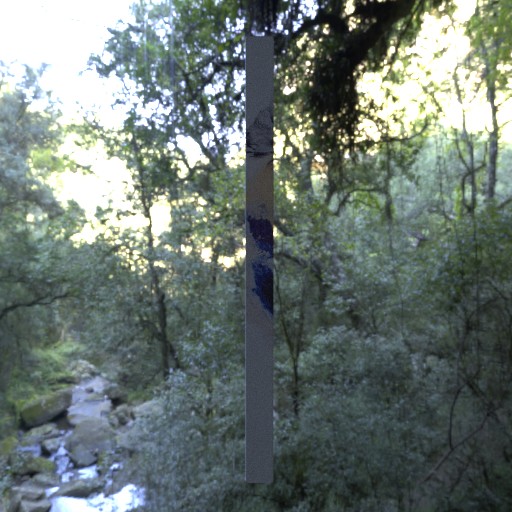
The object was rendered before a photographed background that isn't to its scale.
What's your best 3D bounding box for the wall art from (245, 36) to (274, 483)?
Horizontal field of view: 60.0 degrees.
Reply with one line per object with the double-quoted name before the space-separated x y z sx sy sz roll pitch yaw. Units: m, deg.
"wall art" 0.000 0.000 0.905 0.039 0.609 0.609 0 2 -1
